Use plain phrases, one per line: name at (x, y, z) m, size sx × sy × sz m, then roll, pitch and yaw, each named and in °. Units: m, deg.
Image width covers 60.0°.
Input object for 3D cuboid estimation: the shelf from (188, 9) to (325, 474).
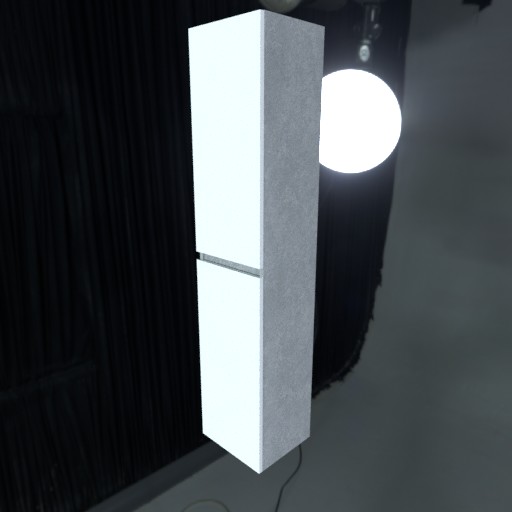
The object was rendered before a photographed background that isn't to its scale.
shelf at (0.000, 0.000, 1.494) m, size 0.300 × 1.400 × 0.270 m, roll 15°, pitch 21°, yaw 43°
